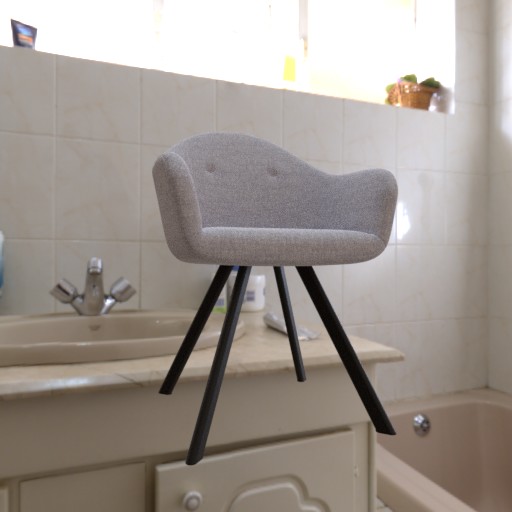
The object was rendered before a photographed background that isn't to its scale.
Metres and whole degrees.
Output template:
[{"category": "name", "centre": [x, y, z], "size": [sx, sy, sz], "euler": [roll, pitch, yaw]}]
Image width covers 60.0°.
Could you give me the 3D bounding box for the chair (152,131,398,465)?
[{"category": "chair", "centre": [0.000, 0.000, 1.163], "size": [0.540, 0.780, 0.570], "euler": [0, 0, -19]}]
